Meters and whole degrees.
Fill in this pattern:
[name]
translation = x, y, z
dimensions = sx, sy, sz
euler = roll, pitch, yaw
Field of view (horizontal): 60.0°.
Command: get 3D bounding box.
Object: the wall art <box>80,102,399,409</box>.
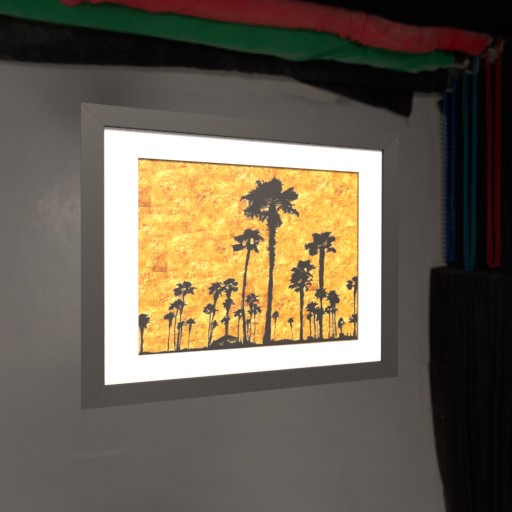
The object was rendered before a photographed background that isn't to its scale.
[wall art]
translation = 0.000, 0.000, 0.764
dimensions = 0.561, 0.460, 0.028
euler = 0, 1, -18
